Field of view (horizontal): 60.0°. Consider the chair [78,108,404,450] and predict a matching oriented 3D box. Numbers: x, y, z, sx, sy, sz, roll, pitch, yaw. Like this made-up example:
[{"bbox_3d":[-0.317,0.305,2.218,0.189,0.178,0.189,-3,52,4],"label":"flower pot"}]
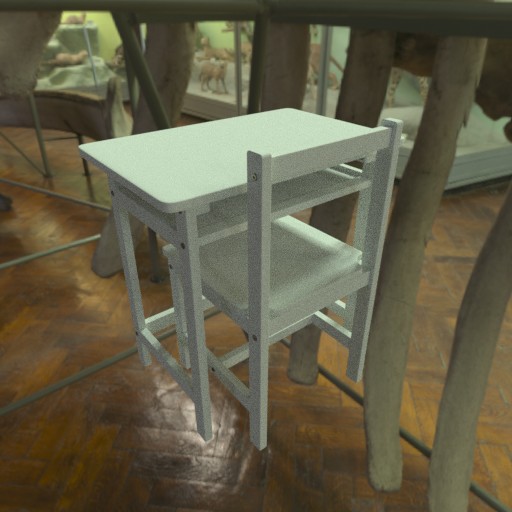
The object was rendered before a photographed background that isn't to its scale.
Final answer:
[{"bbox_3d":[0.000,0.000,1.064,0.599,0.673,0.461,-22,37,-32],"label":"chair"}]
